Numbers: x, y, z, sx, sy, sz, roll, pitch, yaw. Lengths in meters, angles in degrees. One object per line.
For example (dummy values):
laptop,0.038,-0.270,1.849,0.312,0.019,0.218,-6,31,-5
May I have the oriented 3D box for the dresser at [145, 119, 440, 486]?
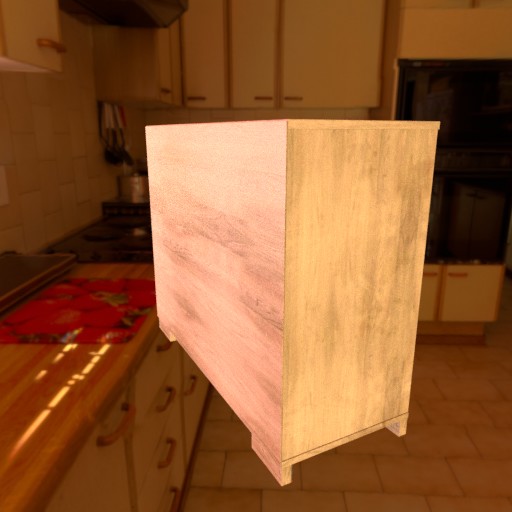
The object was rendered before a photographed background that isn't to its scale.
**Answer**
dresser,0.000,0.000,1.431,0.404,0.816,0.994,-8,18,-27
